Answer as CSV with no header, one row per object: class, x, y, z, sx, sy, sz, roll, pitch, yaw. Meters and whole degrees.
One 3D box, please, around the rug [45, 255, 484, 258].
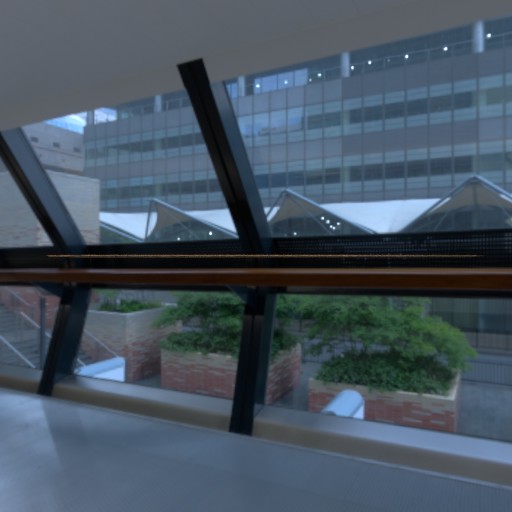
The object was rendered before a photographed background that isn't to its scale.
rug,0.000,0.000,3.026,2.434,0.010,1.516,0,0,-18
